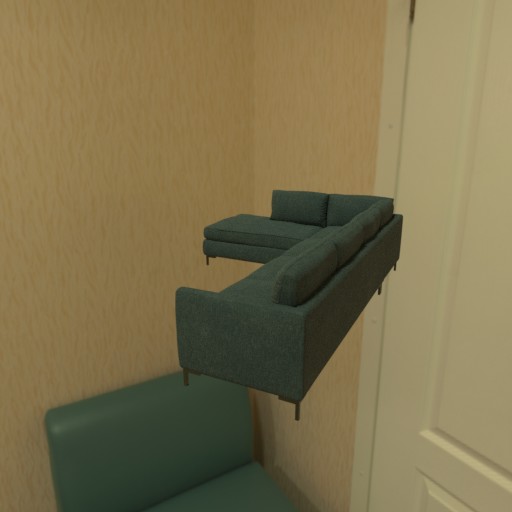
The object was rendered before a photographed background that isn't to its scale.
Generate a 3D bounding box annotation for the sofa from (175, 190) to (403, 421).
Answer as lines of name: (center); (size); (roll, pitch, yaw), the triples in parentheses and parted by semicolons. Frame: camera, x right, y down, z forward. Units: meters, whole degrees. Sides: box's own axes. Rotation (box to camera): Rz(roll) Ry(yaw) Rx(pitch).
sofa: (0.000, 0.000, 3.889); (2.007, 0.815, 2.949); (8, 18, 26)
